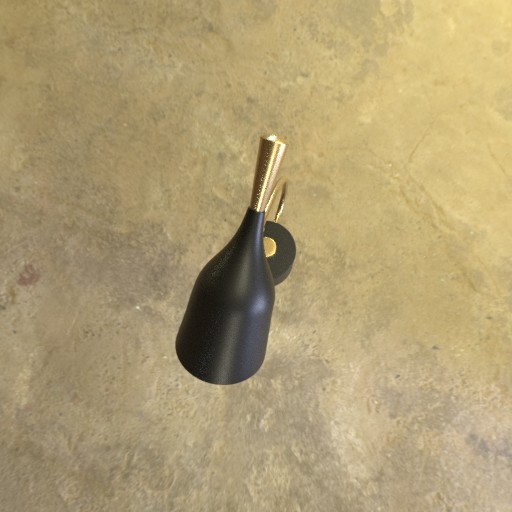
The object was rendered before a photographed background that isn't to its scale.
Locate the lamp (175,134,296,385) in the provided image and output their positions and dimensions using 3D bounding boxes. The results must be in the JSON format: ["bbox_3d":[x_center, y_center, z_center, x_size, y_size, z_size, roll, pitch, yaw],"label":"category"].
[{"bbox_3d":[0.000,0.000,0.621,0.110,0.464,0.352,17,76,4],"label":"lamp"}]
